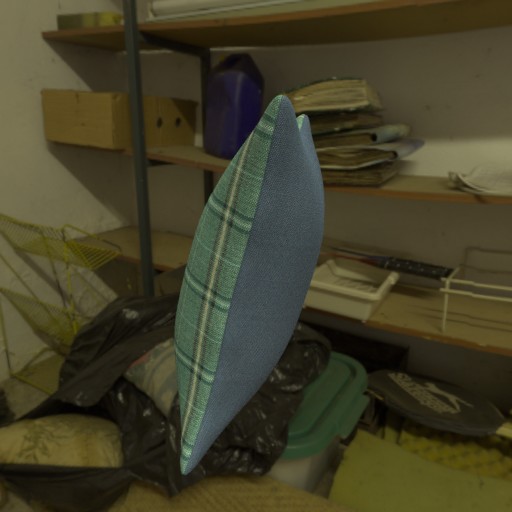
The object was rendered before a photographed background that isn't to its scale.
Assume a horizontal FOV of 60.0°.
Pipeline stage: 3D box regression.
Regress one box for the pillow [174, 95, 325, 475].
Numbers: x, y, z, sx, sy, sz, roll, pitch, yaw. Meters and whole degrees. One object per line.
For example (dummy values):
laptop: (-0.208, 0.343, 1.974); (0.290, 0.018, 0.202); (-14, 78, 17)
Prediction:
pillow: (0.000, 0.000, 0.676); (0.200, 0.430, 0.453); (2, 16, 8)
